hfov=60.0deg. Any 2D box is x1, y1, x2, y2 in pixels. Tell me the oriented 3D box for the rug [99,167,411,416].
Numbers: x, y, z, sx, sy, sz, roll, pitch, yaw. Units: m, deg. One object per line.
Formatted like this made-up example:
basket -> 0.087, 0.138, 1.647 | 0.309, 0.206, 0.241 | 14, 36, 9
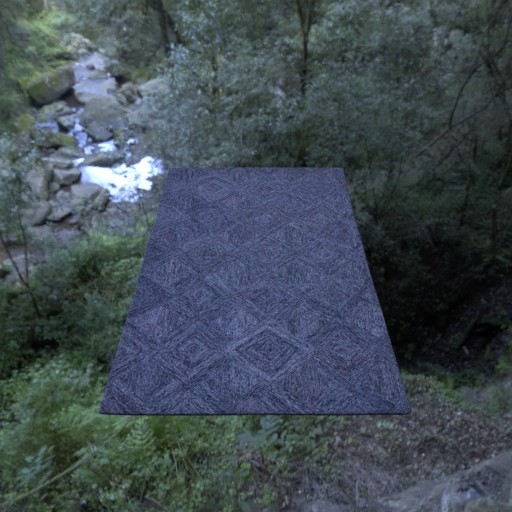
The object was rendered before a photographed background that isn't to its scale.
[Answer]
rug -> 0.000, 0.000, 2.274 | 1.158, 0.013, 1.752 | 0, 42, 0
